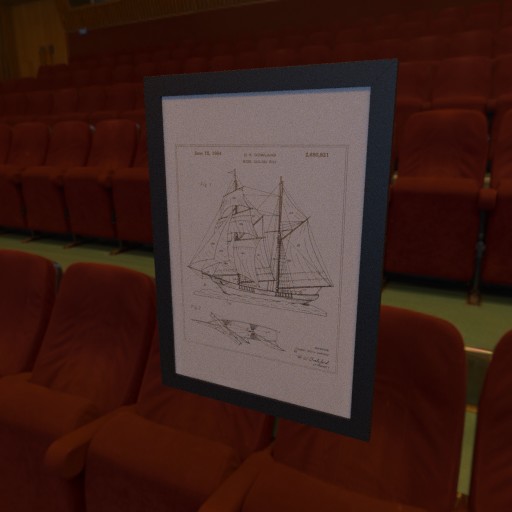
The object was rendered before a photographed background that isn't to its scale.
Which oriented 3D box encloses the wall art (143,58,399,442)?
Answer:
[{"bbox_3d":[0.000,0.000,0.681,0.381,0.534,0.013,7,16,24],"label":"wall art"}]
